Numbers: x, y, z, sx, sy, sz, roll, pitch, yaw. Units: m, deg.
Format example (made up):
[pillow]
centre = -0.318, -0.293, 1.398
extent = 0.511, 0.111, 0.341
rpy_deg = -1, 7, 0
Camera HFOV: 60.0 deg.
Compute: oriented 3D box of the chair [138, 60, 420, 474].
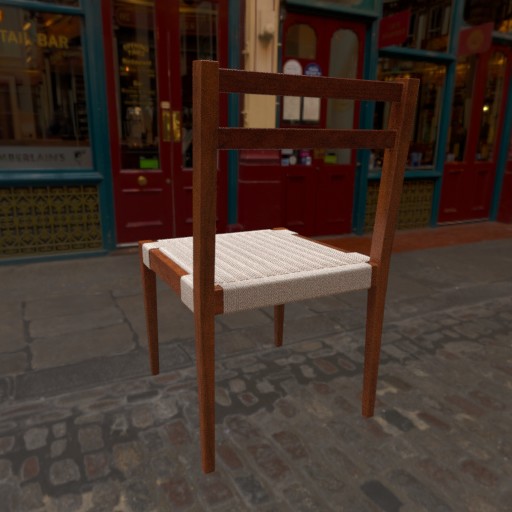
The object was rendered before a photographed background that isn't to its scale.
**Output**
[chair]
centre = 0.000, 0.000, 1.178
extent = 0.495, 0.851, 0.569
rpy_deg = -7, 16, -26
